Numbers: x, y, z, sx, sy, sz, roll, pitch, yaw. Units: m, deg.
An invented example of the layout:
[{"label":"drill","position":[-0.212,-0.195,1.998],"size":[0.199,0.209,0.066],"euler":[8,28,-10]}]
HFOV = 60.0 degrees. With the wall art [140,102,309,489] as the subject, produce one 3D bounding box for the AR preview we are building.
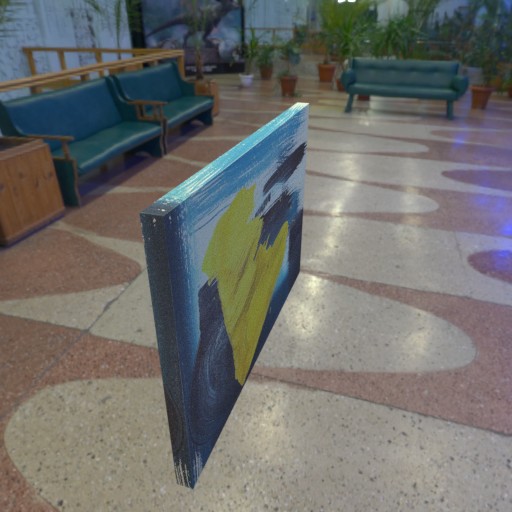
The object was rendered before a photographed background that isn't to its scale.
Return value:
[{"label":"wall art","position":[0.000,0.000,1.145],"size":[0.039,0.610,0.914],"euler":[9,30,16]}]
